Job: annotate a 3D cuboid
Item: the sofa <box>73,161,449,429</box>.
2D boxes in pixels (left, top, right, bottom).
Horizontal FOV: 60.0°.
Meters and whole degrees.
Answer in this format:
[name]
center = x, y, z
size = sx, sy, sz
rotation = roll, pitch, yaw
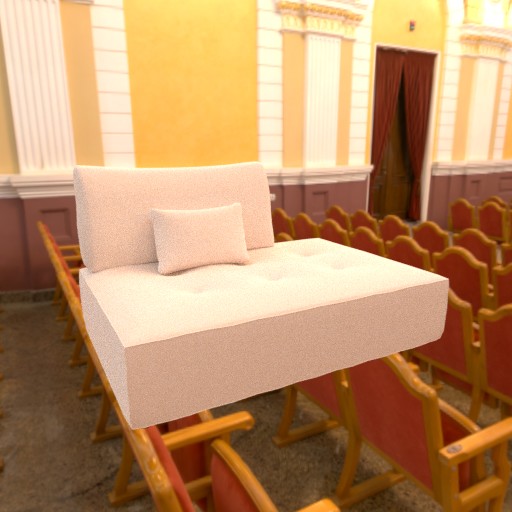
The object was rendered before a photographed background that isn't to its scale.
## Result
[sofa]
center = 0.000, 0.000, 2.062
size = 1.450, 0.820, 1.000
rotation = -8, 16, -28
